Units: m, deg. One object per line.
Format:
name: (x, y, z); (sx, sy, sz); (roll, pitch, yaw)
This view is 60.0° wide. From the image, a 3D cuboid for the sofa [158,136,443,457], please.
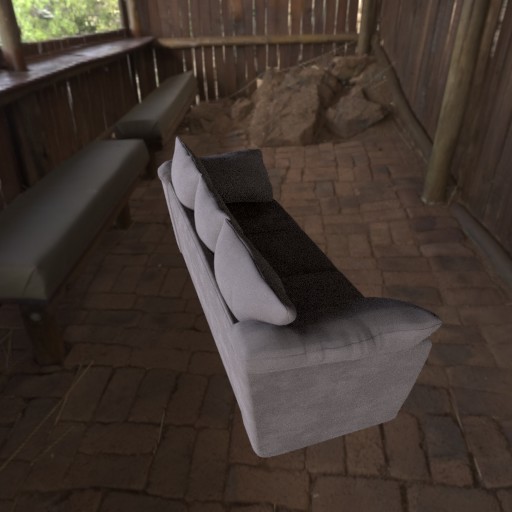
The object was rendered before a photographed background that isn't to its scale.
sofa: (0.000, 0.000, 2.786); (0.893, 0.981, 2.377); (-10, 33, -16)
